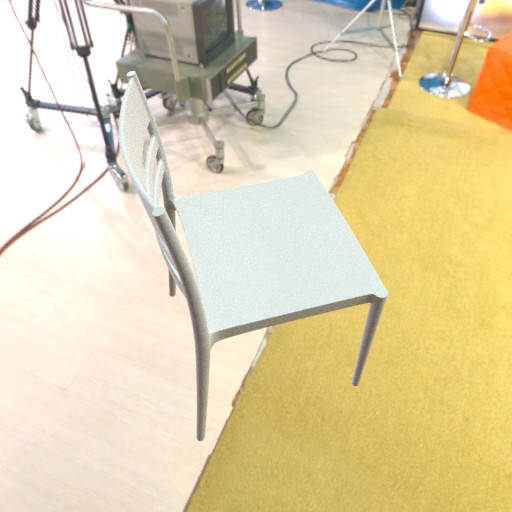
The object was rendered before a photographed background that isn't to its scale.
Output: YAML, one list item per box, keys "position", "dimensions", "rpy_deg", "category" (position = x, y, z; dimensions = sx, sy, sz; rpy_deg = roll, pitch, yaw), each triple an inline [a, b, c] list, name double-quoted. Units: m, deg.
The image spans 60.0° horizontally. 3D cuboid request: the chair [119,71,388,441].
- position: [0.000, 0.000, 1.123]
  dimensions: [0.511, 0.800, 0.531]
  rpy_deg: [-12, 49, -11]
  category: "chair"
